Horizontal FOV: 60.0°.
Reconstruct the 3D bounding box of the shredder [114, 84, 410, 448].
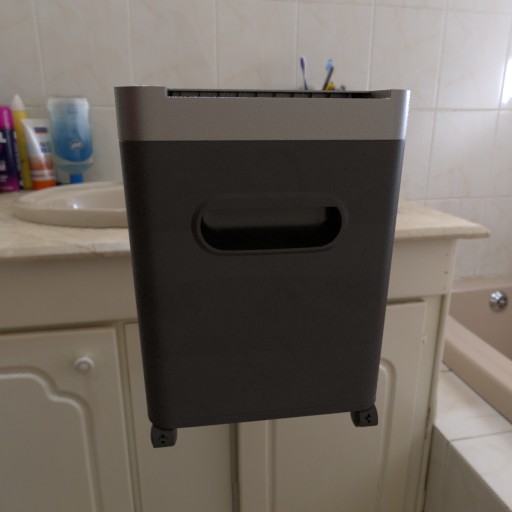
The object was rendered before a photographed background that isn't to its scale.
[{"bbox_3d":[0.000,0.000,0.599,0.311,0.419,0.237,-2,16,-8],"label":"shredder"}]
